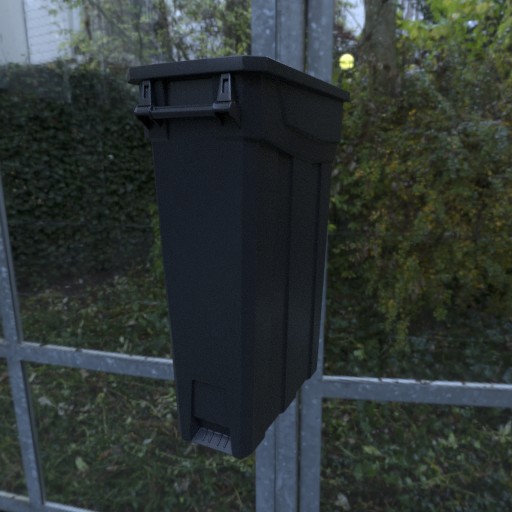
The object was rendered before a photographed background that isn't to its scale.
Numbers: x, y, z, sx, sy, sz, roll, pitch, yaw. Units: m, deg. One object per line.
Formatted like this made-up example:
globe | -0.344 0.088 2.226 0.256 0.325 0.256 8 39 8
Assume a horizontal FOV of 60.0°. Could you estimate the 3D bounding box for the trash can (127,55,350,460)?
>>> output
trash can | 0.000 0.000 1.038 0.281 0.762 0.559 7 15 26
